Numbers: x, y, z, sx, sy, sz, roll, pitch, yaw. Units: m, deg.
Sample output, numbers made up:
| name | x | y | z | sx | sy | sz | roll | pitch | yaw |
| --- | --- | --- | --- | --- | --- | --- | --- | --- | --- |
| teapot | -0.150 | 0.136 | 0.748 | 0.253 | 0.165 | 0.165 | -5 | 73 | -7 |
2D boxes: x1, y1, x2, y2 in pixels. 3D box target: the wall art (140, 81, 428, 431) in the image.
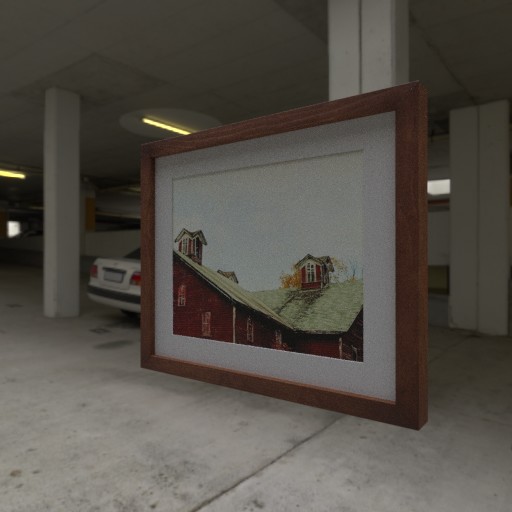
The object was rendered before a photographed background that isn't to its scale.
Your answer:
| name | x | y | z | sx | sy | sz | roll | pitch | yaw |
| --- | --- | --- | --- | --- | --- | --- | --- | --- | --- |
| wall art | 0.000 | 0.000 | 0.546 | 0.401 | 0.328 | 0.030 | 0 | 0 | 36 |
